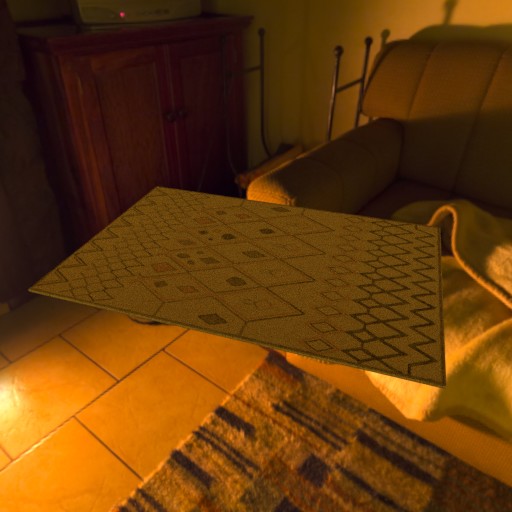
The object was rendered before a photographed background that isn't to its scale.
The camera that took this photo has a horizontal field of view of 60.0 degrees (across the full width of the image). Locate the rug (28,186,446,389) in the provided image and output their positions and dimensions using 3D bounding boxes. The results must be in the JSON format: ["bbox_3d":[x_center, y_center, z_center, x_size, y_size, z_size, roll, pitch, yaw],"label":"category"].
[{"bbox_3d":[0.000,0.000,2.303,1.829,0.016,1.219,10,34,15],"label":"rug"}]
